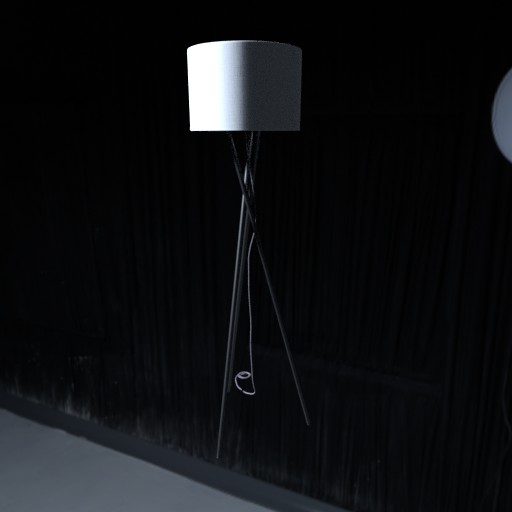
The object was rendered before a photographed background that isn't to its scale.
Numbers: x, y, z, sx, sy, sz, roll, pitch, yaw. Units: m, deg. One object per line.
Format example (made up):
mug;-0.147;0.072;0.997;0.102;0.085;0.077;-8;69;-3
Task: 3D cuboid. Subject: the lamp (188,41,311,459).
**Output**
lamp;0.000;0.000;1.925;0.522;1.624;0.667;8;18;26
